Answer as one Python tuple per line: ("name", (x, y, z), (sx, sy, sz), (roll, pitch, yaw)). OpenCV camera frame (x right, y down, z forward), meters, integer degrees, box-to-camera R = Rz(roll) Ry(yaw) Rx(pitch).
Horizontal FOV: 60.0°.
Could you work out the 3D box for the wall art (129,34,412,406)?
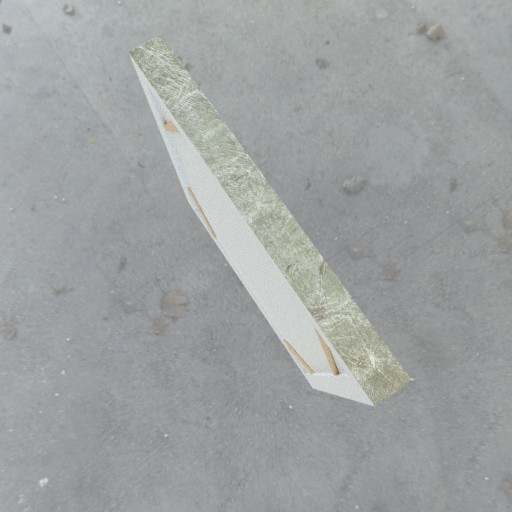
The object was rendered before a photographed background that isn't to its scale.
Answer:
("wall art", (0.000, 0.000, 0.601), (0.038, 0.407, 0.405), (-33, 78, -8))
